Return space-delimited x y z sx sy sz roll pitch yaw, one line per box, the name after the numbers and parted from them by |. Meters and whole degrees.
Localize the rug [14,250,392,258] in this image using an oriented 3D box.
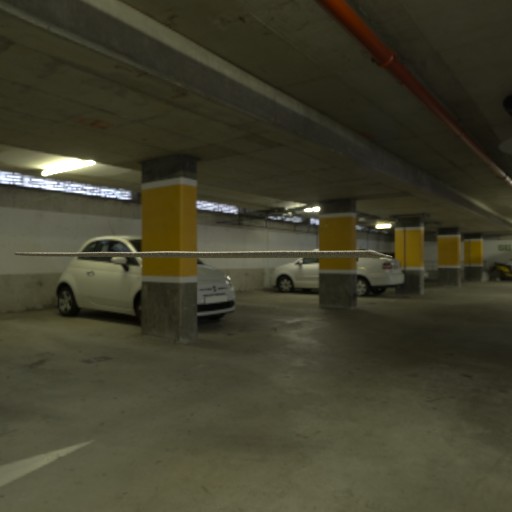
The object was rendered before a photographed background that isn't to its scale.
0.000 0.000 4.290 2.436 0.026 3.381 0 -1 19 | rug
